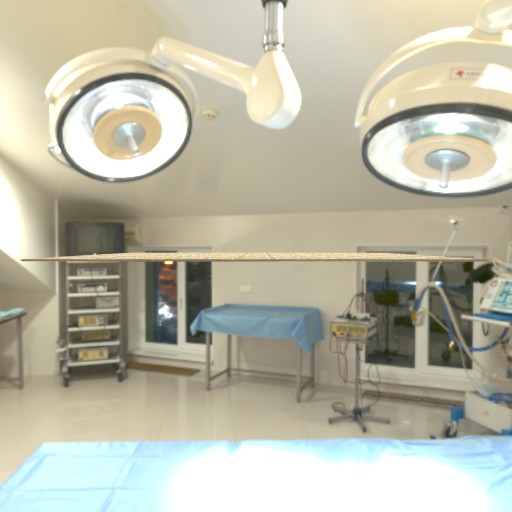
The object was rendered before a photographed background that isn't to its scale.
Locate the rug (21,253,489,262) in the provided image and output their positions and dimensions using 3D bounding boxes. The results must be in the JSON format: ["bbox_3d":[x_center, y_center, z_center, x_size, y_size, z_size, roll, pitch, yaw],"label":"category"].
[{"bbox_3d":[0.000,0.000,3.872,2.895,0.018,2.288,0,1,1],"label":"rug"}]
